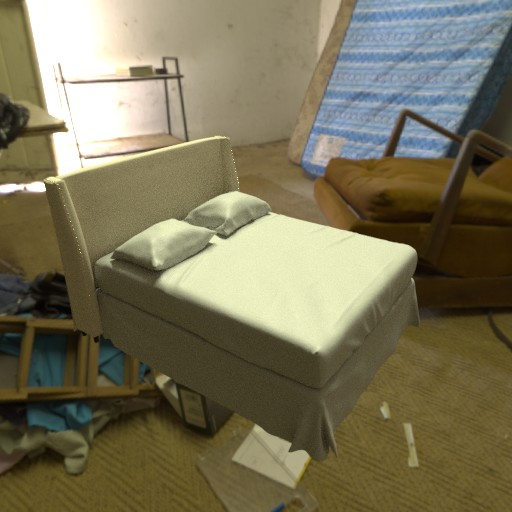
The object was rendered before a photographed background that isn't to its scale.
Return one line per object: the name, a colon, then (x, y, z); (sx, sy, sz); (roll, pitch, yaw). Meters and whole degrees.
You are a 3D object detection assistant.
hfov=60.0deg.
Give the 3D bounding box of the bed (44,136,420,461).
bed: (0.000, 0.000, 3.432); (2.276, 1.332, 1.925); (17, 31, 31)
